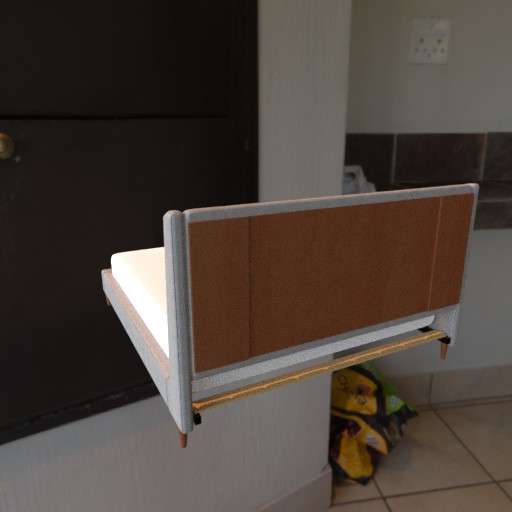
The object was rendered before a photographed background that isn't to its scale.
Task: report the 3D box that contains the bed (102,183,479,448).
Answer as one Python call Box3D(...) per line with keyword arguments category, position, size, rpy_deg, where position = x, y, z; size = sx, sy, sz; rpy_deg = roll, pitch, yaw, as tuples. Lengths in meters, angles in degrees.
Box3D(category="bed", position=(0.000, 0.000, 3.543), size=(2.062, 1.289, 2.342), rpy_deg=(-9, 19, -27))
